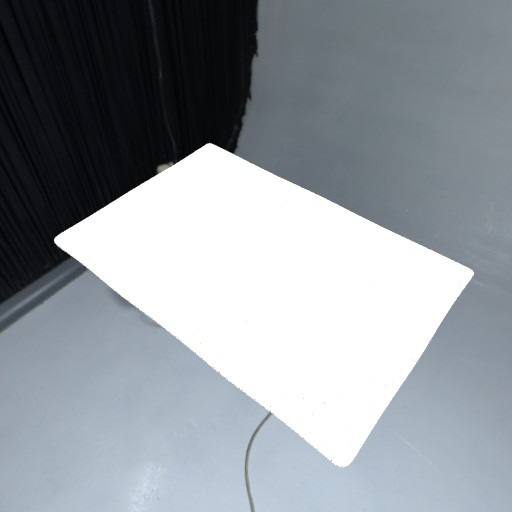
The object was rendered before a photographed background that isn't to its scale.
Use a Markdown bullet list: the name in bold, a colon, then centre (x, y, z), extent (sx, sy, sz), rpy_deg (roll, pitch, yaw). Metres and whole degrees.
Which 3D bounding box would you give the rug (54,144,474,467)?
- **rug**: centre (0.000, 0.000, 3.379), extent (2.698, 0.025, 1.798), rpy_deg (31, 54, 26)
